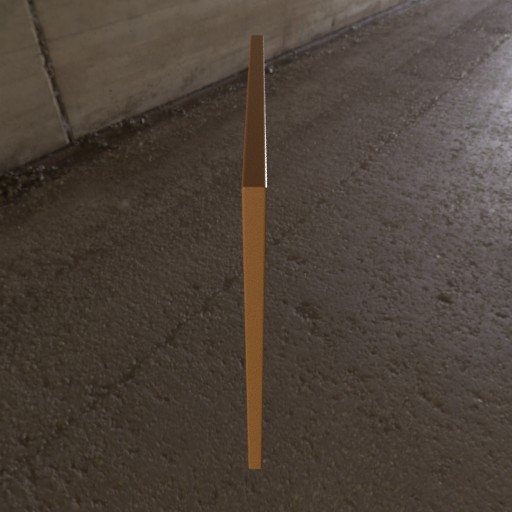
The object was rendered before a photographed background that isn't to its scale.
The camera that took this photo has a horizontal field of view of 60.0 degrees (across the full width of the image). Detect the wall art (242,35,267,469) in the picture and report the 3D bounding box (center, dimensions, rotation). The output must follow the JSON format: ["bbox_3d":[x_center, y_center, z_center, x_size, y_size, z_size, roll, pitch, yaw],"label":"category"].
[{"bbox_3d":[0.000,0.000,0.724,0.021,0.550,0.449,0,41,0],"label":"wall art"}]
